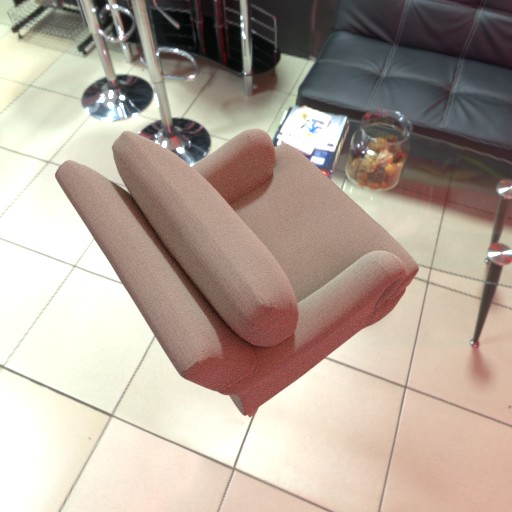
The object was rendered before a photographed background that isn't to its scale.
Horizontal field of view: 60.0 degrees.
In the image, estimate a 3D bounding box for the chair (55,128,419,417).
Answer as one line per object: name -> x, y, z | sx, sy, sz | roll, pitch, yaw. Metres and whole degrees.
chair -> 0.000, 0.000, 1.849 | 1.070, 1.038, 0.955 | -31, 62, -18
